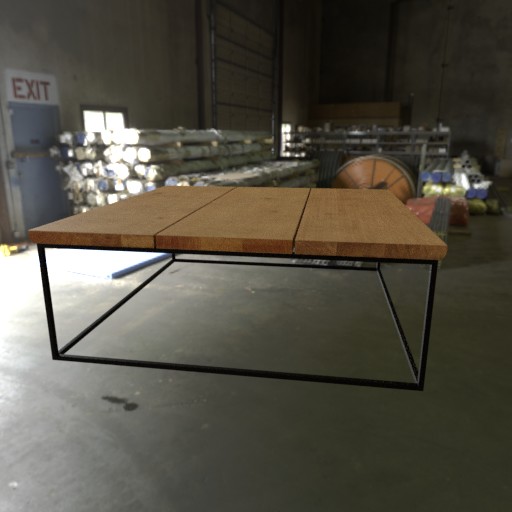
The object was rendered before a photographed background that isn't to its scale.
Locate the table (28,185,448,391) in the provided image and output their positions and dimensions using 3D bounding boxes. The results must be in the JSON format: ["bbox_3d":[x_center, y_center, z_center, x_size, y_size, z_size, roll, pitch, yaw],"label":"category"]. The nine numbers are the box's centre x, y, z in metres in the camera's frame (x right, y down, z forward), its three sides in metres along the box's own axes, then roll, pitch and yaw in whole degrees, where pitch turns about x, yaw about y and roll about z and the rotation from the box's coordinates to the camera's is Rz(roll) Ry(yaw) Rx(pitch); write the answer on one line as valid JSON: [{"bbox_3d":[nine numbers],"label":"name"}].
[{"bbox_3d":[0.000,0.000,1.715,1.100,0.400,1.100,2,16,9],"label":"table"}]
